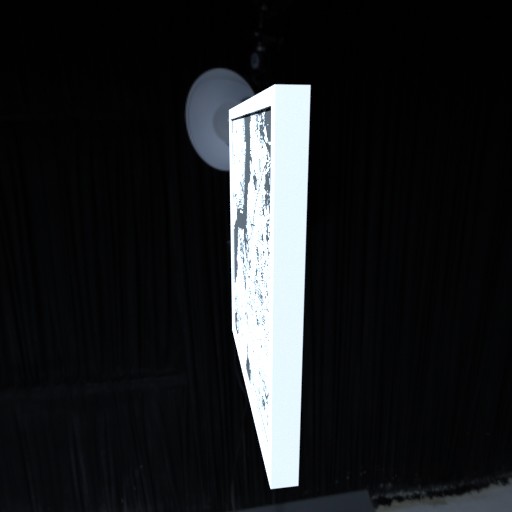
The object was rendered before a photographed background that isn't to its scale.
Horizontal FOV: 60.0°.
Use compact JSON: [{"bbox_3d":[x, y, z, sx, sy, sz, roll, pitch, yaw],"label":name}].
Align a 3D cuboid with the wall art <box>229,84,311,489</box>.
[{"bbox_3d":[0.000,0.000,0.768,0.038,0.506,0.506,-2,16,-8],"label":"wall art"}]
